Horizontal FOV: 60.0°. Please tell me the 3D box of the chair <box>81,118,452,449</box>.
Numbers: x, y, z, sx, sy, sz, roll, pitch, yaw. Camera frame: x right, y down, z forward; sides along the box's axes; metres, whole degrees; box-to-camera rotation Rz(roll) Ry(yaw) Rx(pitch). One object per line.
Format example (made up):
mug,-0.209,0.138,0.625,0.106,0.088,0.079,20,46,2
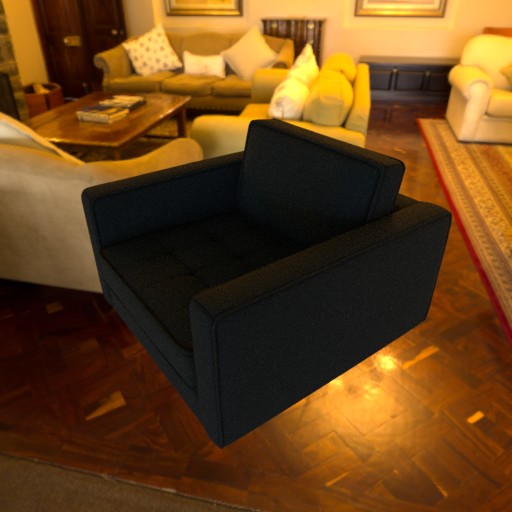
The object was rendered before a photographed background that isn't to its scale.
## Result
chair,0.000,0.000,1.568,0.920,0.770,0.899,-21,37,-31
